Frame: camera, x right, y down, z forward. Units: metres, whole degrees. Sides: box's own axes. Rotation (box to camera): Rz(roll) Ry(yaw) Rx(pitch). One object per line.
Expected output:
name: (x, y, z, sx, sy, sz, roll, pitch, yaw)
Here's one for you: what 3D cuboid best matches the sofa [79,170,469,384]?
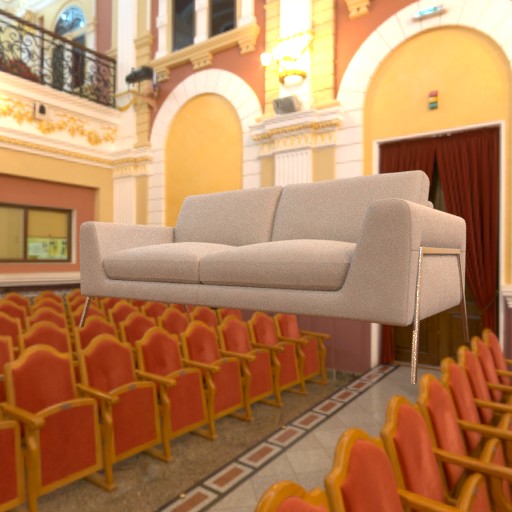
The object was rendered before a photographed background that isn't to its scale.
sofa: (0.000, 0.000, 2.483, 2.017, 0.875, 0.953, 0, 0, 36)
